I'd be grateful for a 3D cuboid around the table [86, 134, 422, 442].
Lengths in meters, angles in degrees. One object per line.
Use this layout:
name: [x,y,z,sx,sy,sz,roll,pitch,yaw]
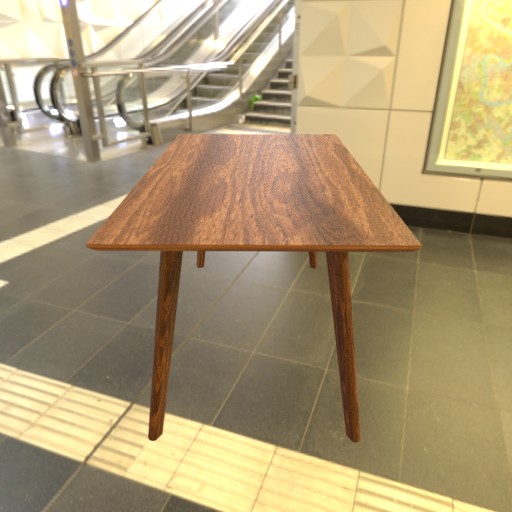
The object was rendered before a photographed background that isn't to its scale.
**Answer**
table: [0.000,0.000,1.820,0.801,0.724,1.349,0,26,0]
